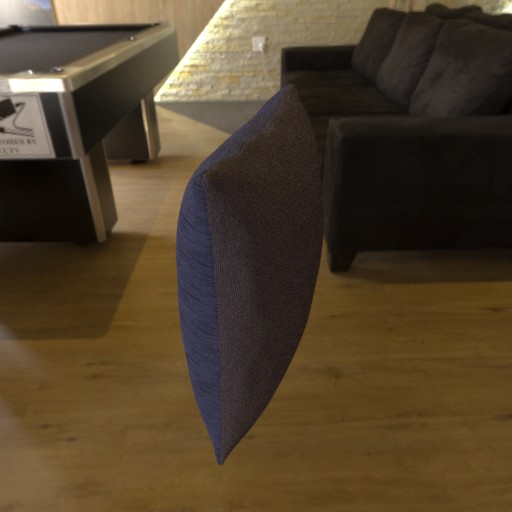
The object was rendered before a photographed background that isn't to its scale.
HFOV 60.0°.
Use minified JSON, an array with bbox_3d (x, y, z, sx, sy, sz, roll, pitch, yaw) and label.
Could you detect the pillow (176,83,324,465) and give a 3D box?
[{"bbox_3d":[0.000,0.000,0.700,0.204,0.439,0.452,8,32,12],"label":"pillow"}]
